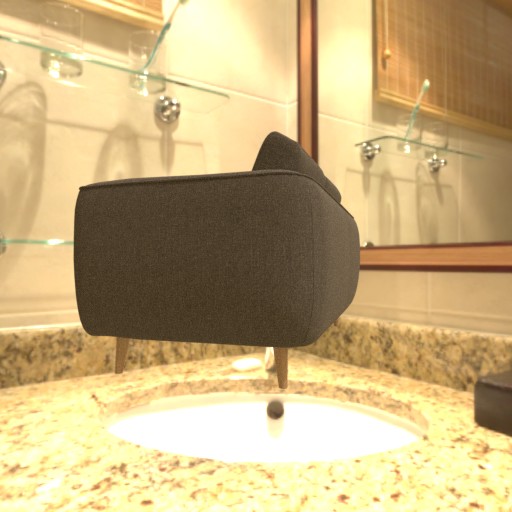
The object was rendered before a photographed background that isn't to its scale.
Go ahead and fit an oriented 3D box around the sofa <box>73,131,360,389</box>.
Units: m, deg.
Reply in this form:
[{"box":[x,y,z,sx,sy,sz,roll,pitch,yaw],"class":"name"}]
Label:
[{"box":[0.000,0.000,2.201,0.920,0.870,1.700,0,0,17],"class":"sofa"}]
